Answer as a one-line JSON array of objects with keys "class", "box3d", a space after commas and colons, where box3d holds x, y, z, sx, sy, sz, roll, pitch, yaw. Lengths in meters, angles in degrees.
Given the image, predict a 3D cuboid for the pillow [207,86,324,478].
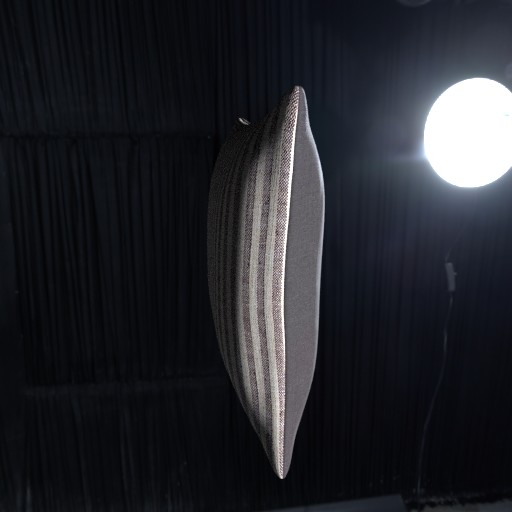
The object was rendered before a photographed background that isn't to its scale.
[{"class": "pillow", "box3d": [0.000, 0.000, 0.791, 0.166, 0.506, 0.523, -2, 14, -9]}]
